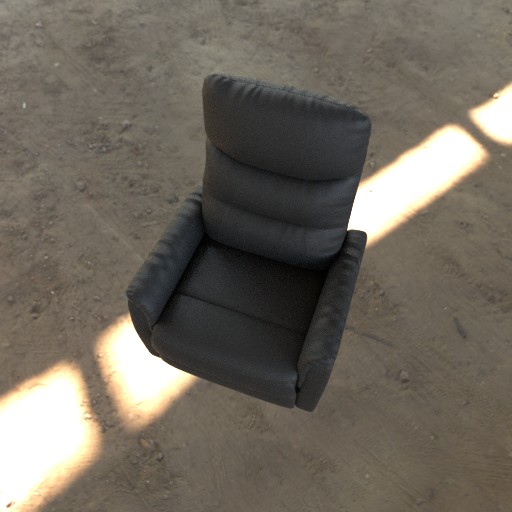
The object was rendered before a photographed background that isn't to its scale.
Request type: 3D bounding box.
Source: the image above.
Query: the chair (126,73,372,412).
[{"bbox_3d":[0.000,0.000,1.677,0.775,1.082,0.831,17,60,10],"label":"chair"}]
